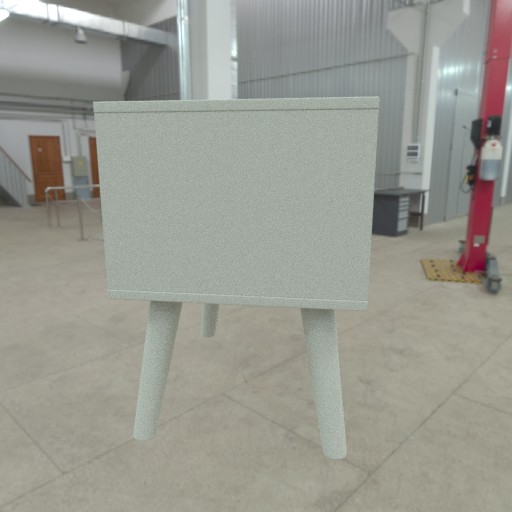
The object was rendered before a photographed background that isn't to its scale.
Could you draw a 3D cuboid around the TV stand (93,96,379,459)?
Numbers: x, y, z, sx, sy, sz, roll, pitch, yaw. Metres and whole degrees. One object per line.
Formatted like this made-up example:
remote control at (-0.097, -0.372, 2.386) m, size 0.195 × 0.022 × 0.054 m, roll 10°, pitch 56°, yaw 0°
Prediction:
TV stand at (0.000, 0.000, 0.922) m, size 0.405 × 0.559 × 0.508 m, roll 2°, pitch 13°, yaw 8°
